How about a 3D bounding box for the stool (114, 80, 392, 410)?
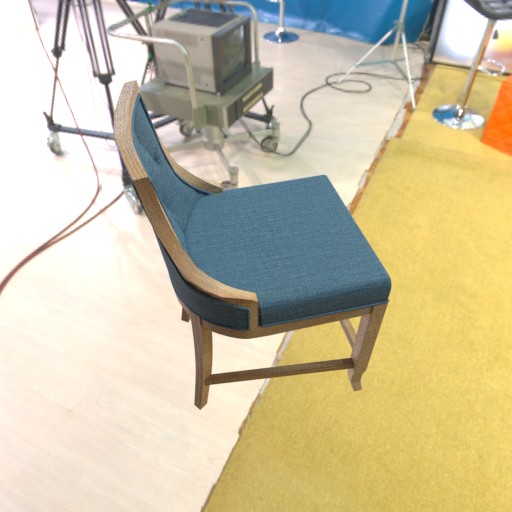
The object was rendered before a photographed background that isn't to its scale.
[{"bbox_3d":[0.000,0.000,1.325,0.626,0.938,0.524,-10,45,-10],"label":"stool"}]
